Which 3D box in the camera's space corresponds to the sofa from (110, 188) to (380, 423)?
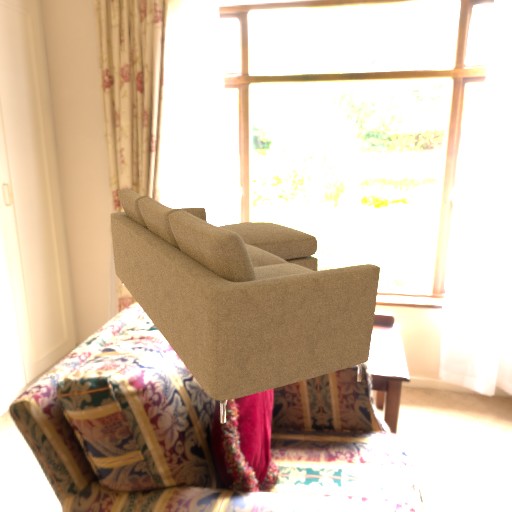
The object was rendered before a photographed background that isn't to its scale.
[{"bbox_3d":[0.000,0.000,3.206,1.626,0.864,2.438,-7,16,-27],"label":"sofa"}]
